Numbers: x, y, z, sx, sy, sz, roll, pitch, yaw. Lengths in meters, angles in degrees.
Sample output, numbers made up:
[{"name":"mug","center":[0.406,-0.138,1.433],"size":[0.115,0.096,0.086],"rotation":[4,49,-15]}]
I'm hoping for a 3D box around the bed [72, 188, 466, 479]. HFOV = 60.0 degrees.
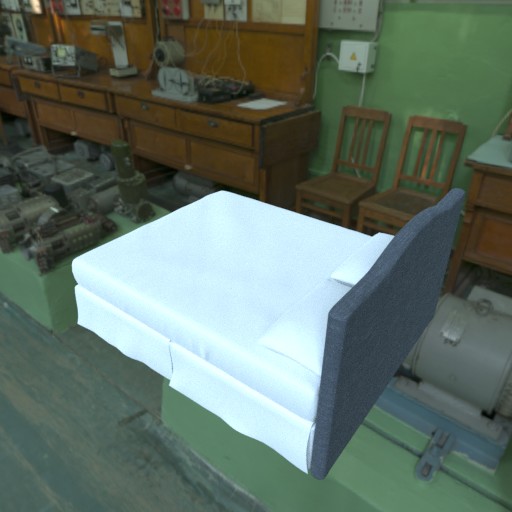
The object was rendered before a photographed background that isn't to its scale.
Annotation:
[{"name":"bed","center":[0.000,0.000,3.872],"size":[2.689,1.457,2.161],"rotation":[22,37,32]}]
